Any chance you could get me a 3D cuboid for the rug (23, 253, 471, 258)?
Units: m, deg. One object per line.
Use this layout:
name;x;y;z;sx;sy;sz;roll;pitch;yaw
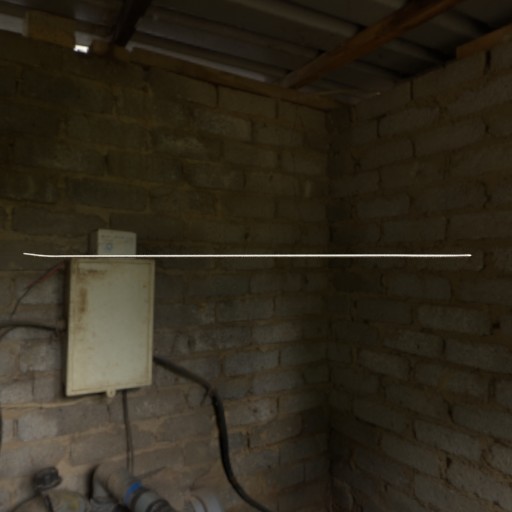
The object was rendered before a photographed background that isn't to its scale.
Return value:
rug;0.000;0.000;2.381;1.947;0.023;1.214;0;0;18
